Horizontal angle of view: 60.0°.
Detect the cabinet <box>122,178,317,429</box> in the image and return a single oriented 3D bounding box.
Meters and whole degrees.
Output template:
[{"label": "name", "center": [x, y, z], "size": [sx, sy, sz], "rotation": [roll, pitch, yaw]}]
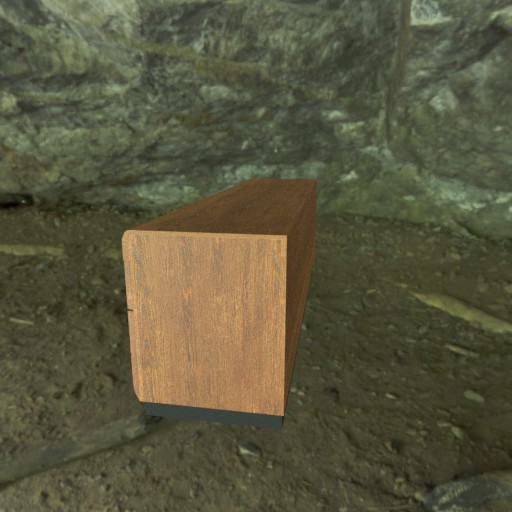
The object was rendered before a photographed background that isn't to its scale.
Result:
[{"label": "cabinet", "center": [0.000, 0.000, 1.830], "size": [0.419, 0.510, 1.600], "rotation": [2, 14, 10]}]
